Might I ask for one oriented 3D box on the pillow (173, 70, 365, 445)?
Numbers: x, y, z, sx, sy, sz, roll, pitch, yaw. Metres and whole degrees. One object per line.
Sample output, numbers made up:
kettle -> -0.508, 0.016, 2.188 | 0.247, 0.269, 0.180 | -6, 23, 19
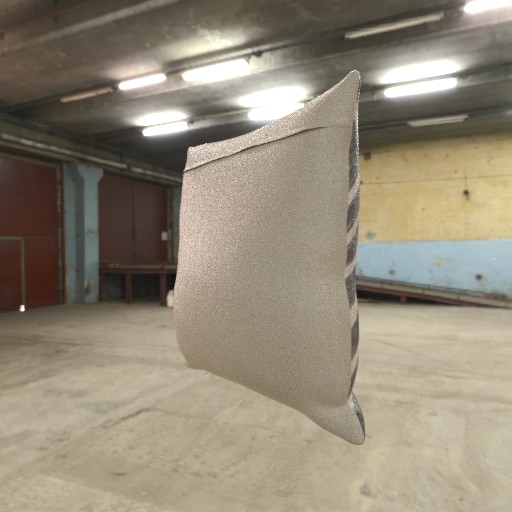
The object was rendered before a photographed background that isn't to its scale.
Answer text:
pillow -> 0.000, 0.000, 0.692 | 0.182, 0.441, 0.440 | 0, 0, -36
